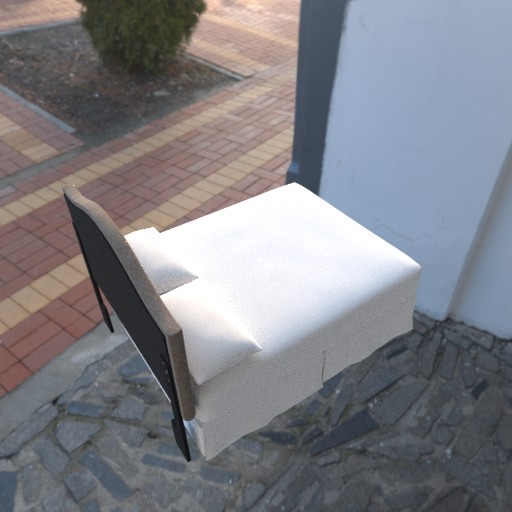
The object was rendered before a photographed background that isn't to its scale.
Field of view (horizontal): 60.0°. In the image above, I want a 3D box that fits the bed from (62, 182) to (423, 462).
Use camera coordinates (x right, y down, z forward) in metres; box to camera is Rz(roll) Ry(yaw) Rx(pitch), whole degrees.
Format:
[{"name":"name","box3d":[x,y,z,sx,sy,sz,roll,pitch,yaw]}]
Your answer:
[{"name":"bed","box3d":[0.000,0.000,3.379,2.153,1.518,1.713,-25,46,-26]}]
